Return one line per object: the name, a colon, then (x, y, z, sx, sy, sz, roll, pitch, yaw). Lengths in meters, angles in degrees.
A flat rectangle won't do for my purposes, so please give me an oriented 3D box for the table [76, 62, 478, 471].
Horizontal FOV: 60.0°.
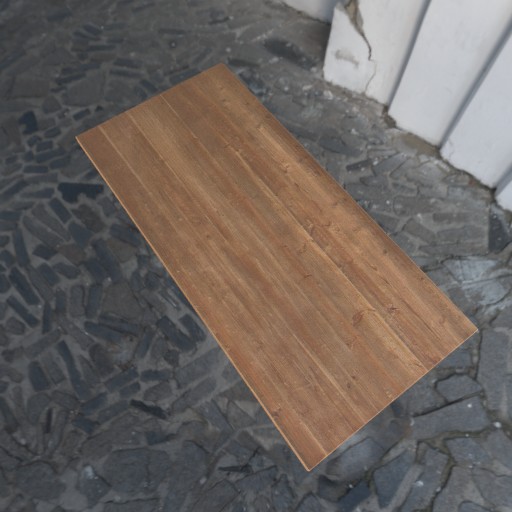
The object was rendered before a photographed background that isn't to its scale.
table: (0.000, 0.000, 2.506, 0.952, 0.760, 2.003, -33, 69, -14)
